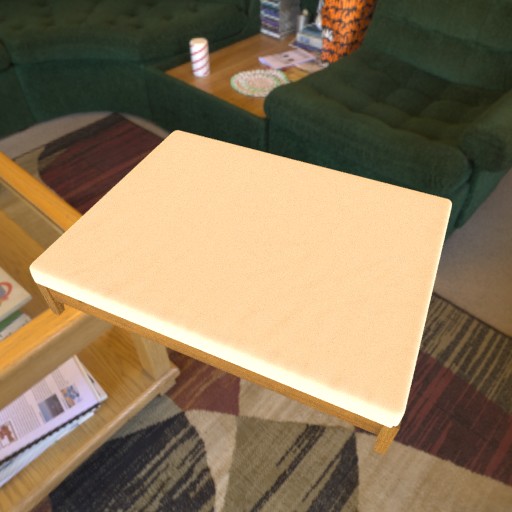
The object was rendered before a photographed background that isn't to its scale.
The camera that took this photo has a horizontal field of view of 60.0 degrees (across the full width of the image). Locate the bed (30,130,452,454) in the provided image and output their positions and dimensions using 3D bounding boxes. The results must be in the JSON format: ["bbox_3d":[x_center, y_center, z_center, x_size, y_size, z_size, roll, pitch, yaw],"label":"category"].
[{"bbox_3d":[0.000,0.000,2.707,2.016,0.431,1.536,18,49,16],"label":"bed"}]
